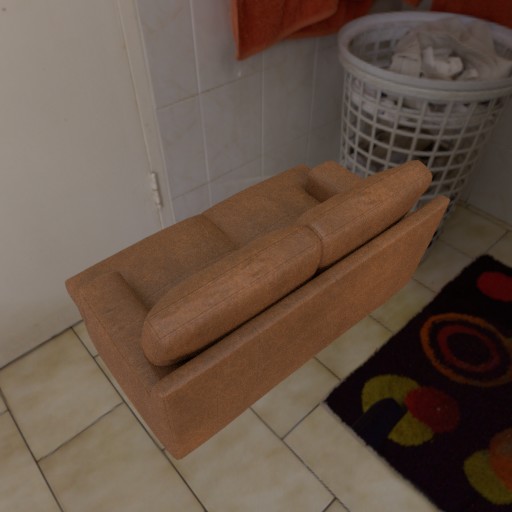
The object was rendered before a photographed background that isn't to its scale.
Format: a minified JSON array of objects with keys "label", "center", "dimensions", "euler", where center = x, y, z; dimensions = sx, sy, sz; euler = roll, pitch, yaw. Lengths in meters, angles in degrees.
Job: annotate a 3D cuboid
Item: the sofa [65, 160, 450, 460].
[{"label":"sofa","center":[0.000,0.000,2.485],"dimensions":[1.880,0.966,1.144],"euler":[-30,52,-27]}]
